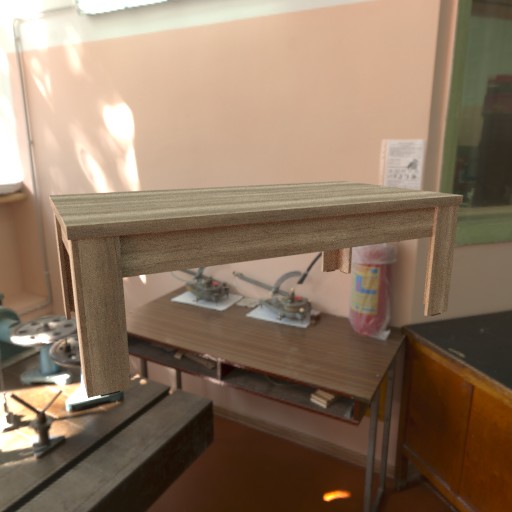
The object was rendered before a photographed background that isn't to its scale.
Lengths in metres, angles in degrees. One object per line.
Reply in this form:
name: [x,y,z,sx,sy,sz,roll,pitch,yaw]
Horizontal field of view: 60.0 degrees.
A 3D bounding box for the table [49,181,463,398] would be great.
table: [0.000,0.000,1.684,1.350,0.460,0.700,-7,16,-26]
